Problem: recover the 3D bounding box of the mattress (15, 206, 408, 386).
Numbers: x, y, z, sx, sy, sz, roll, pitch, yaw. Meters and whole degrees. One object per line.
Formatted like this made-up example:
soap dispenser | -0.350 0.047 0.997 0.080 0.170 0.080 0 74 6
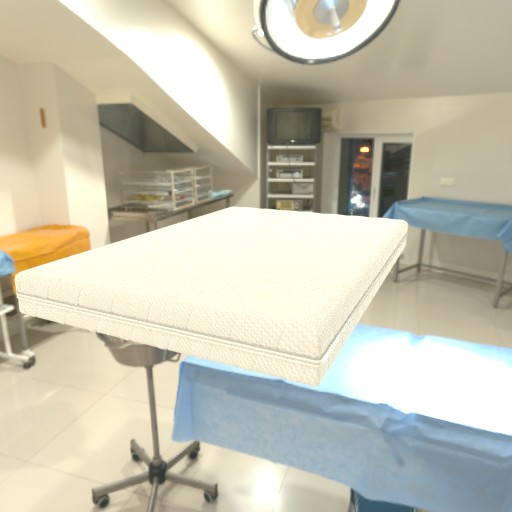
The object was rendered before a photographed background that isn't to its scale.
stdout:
mattress | 0.000 0.000 2.524 1.400 0.200 2.000 7 17 25
